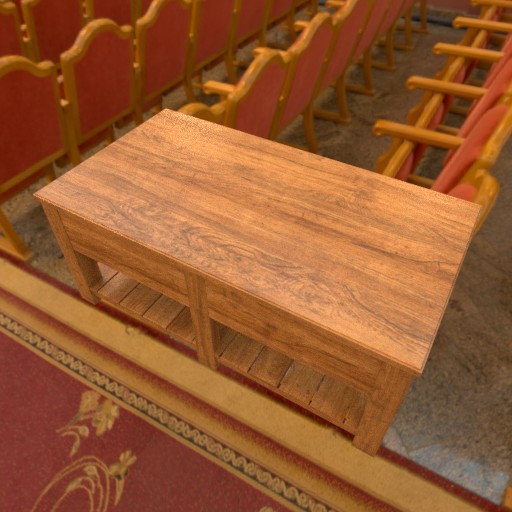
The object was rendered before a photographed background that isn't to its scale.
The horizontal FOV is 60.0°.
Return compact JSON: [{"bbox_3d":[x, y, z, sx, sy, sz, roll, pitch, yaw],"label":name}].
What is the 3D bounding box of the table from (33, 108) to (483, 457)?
[{"bbox_3d":[0.000,0.000,1.456,1.150,0.480,0.635,23,50,21],"label":"table"}]
